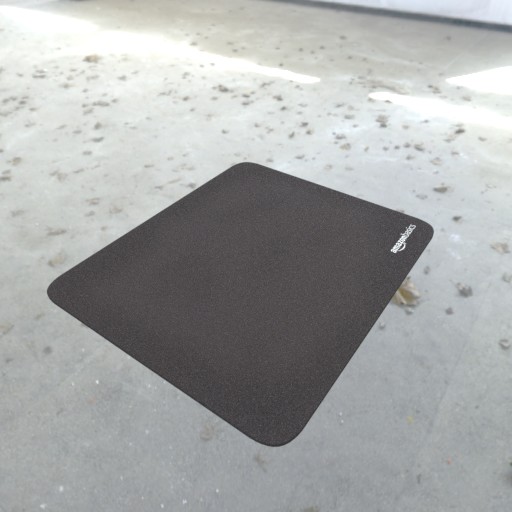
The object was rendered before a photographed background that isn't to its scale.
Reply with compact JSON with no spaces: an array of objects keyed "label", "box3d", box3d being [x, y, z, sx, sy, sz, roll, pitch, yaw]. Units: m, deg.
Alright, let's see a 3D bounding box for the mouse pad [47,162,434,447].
[{"label":"mouse pad","box3d":[0.000,0.000,0.350,0.211,0.002,0.249,25,45,27]}]
